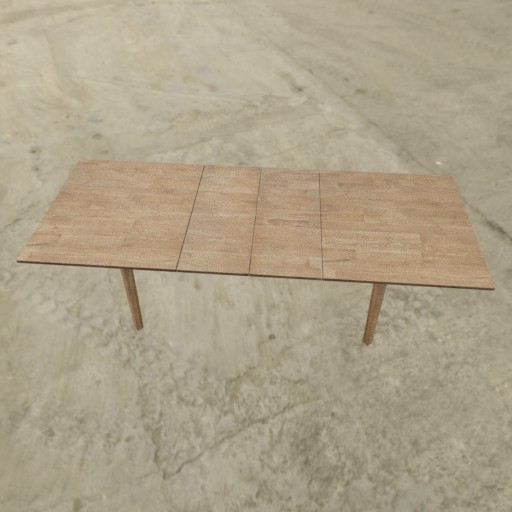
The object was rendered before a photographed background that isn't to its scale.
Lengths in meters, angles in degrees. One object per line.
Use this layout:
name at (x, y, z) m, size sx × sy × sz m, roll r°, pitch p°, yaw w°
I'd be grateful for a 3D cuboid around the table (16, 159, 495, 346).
table at (0.000, 0.000, 3.017) m, size 2.603 × 0.752 × 1.000 m, roll 3°, pitch 46°, yaw 3°
